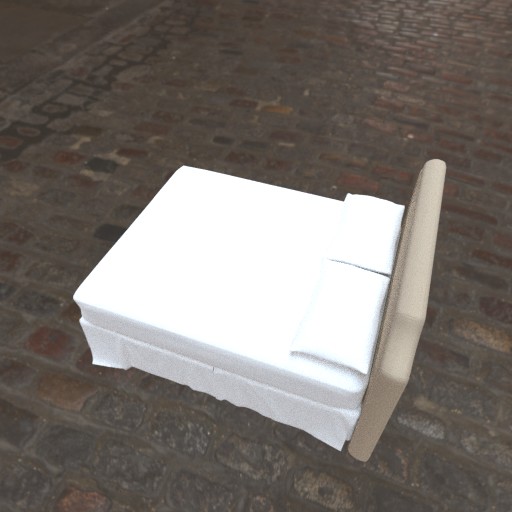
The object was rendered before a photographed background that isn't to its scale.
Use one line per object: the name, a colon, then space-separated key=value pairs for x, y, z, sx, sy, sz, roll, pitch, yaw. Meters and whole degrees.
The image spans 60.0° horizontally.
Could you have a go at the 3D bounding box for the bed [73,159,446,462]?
bed: x=0.000 y=0.000 z=3.223 sx=2.204 sy=1.301 sz=1.828 roll=15 pitch=48 yaw=14
